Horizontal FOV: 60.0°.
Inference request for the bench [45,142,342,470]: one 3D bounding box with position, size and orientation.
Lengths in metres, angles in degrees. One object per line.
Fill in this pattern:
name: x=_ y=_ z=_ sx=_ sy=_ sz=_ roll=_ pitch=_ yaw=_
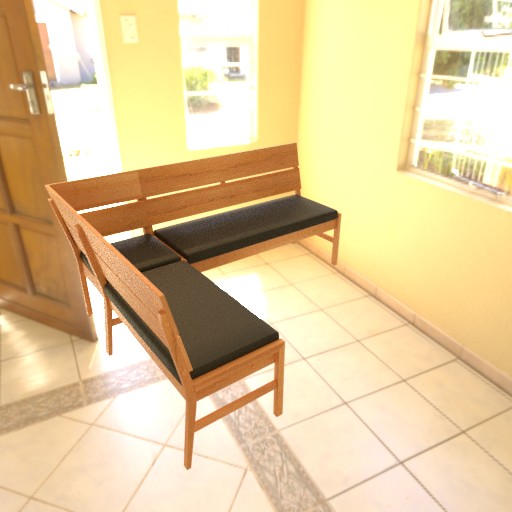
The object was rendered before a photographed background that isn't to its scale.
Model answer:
bench: x=0.000 y=0.000 z=2.763 sx=1.948 sy=0.890 sz=1.548 roll=-18 pitch=32 yaw=-32
